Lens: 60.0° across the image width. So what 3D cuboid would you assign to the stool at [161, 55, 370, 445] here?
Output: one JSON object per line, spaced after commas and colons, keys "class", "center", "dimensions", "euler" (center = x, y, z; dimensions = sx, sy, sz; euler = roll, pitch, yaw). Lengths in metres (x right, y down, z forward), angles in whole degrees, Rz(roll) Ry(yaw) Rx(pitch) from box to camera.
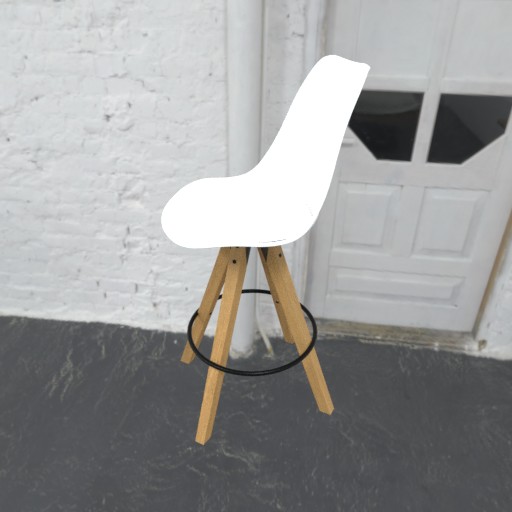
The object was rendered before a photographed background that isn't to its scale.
{"class": "stool", "center": [0.000, 0.000, 1.385], "dimensions": [0.549, 1.115, 0.482], "euler": [-8, 32, -13]}
